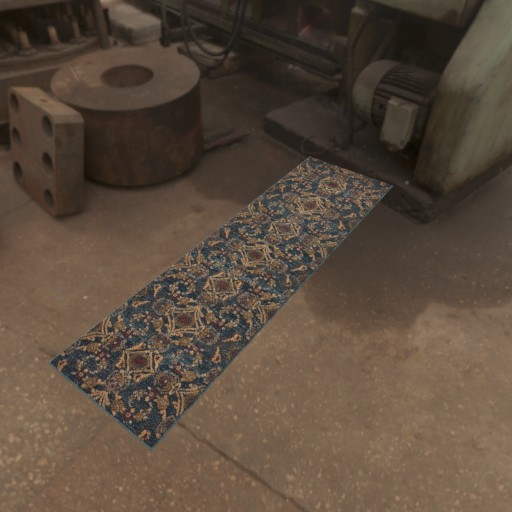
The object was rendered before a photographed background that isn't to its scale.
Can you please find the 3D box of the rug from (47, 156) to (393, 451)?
[{"bbox_3d":[0.000,0.000,2.556,0.685,0.014,2.292,27,49,26],"label":"rug"}]
